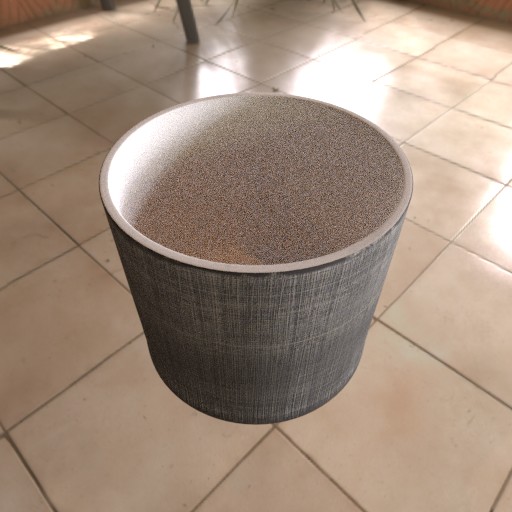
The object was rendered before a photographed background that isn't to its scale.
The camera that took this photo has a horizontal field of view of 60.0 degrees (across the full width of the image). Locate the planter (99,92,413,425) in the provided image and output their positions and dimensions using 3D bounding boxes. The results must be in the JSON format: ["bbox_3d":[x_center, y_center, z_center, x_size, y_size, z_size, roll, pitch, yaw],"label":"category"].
[{"bbox_3d":[0.000,0.000,0.314,0.178,0.157,0.178,0,45,0],"label":"planter"}]
